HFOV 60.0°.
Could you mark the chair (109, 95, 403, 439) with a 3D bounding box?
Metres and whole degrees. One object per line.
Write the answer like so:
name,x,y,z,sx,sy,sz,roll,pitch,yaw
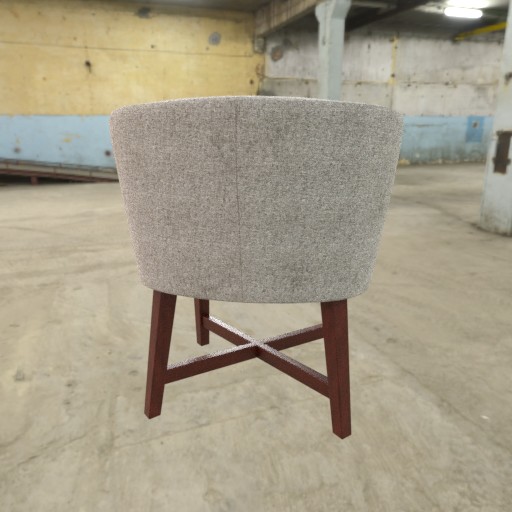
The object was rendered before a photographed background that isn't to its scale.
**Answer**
chair,0.000,0.000,1.272,0.728,0.827,0.575,2,16,9
